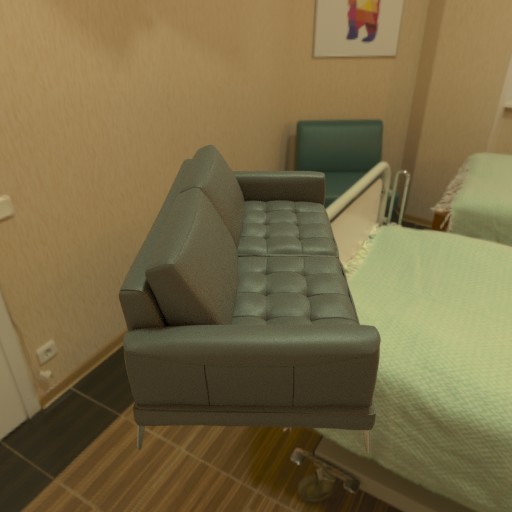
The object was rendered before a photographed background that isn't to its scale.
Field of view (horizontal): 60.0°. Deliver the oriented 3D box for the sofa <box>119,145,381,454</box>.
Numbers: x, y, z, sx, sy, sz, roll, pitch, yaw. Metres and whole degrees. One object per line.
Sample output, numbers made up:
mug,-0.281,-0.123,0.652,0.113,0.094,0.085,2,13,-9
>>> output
sofa,0.000,0.000,2.765,1.121,0.930,2.177,0,30,1
